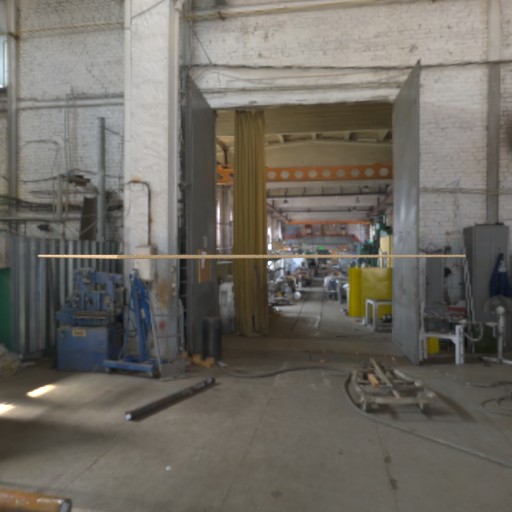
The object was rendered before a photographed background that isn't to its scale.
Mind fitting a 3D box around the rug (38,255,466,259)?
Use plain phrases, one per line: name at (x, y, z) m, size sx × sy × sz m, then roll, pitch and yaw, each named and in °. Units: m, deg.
rug at (0.000, 0.000, 2.837) m, size 2.290 × 0.014 × 1.526 m, roll 0°, pitch 0°, yaw -36°
